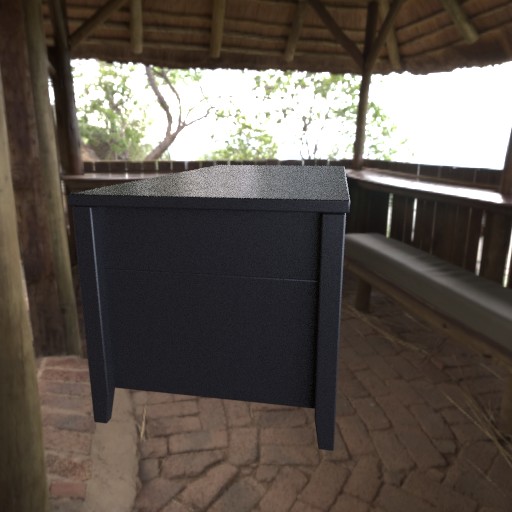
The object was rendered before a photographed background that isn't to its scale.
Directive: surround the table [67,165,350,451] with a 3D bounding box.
[{"bbox_3d":[0.000,0.000,1.268,0.483,0.457,1.016,3,15,10],"label":"table"}]
